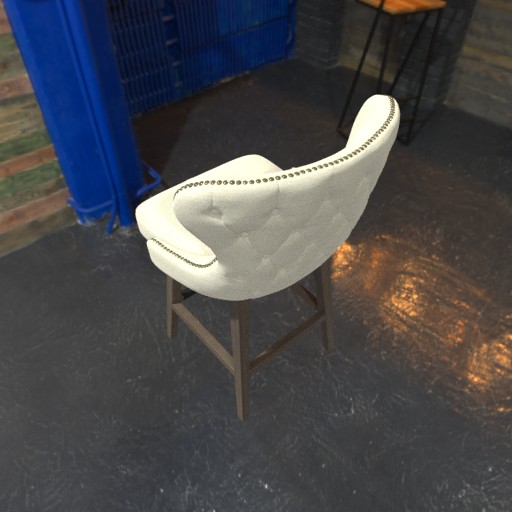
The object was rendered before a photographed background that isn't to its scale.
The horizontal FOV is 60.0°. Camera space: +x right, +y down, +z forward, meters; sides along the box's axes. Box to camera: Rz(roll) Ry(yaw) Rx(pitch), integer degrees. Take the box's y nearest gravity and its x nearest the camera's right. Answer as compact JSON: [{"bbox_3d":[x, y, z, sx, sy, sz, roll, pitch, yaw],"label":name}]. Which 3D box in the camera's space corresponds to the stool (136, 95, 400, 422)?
[{"bbox_3d":[0.000,0.000,1.339,0.615,0.972,0.597,-31,52,-27],"label":"stool"}]
